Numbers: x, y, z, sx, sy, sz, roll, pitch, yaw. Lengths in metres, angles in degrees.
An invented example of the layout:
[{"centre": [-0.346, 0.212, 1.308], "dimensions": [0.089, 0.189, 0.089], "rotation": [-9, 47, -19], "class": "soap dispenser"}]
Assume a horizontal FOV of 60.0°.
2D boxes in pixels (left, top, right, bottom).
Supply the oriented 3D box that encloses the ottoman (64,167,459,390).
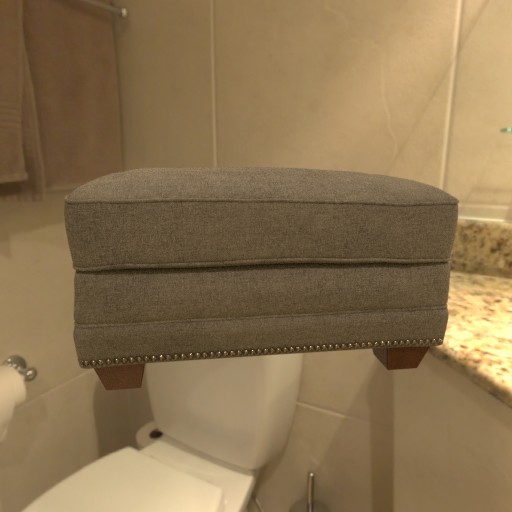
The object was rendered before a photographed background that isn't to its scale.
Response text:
[{"centre": [0.000, 0.000, 1.149], "dimensions": [0.813, 0.457, 0.561], "rotation": [-2, 14, -8], "class": "ottoman"}]
